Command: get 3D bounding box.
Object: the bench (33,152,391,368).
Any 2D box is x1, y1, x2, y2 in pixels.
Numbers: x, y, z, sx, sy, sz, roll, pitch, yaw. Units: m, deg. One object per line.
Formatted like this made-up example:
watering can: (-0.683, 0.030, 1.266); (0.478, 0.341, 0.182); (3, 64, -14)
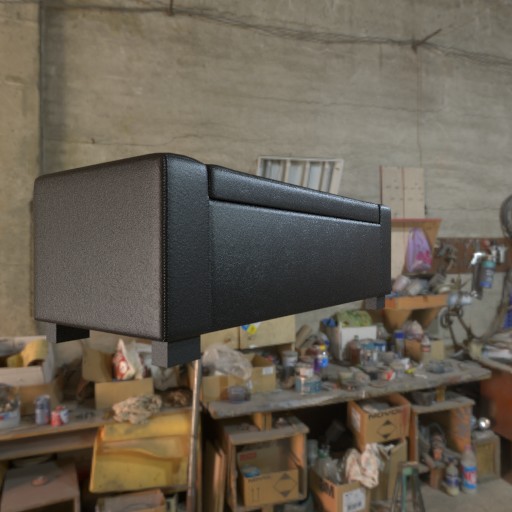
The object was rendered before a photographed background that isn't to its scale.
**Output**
bench: (0.000, 0.000, 1.528); (0.508, 0.445, 1.296); (0, 0, 36)
